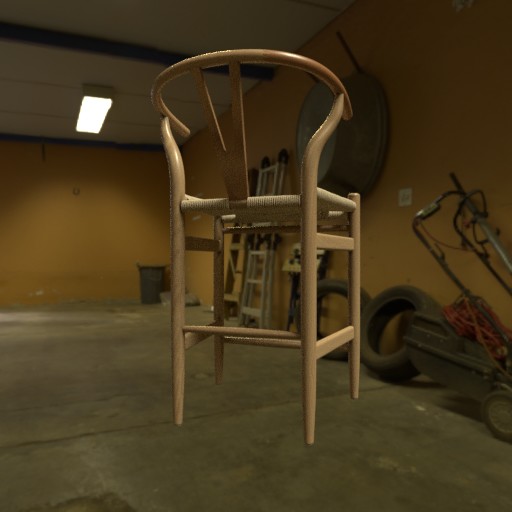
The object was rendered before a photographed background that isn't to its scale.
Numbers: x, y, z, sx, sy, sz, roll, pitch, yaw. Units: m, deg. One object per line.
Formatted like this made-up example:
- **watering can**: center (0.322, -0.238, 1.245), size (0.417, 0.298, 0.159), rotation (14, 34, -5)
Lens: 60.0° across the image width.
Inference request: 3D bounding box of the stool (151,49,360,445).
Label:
- **stool**: center (0.000, 0.000, 1.266), size (0.536, 0.923, 0.575), rotation (0, 0, 20)
